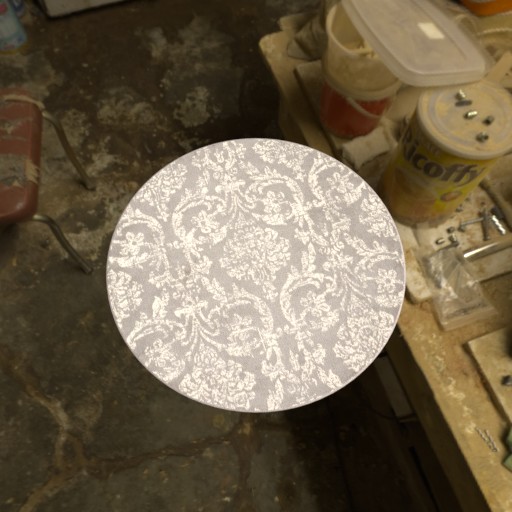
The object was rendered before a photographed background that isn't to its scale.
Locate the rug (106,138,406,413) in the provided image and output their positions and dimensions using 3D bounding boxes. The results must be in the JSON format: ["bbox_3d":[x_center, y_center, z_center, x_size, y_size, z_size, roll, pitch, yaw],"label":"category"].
[{"bbox_3d":[0.000,0.000,2.378,1.593,0.012,1.593,0,65,0],"label":"rug"}]
